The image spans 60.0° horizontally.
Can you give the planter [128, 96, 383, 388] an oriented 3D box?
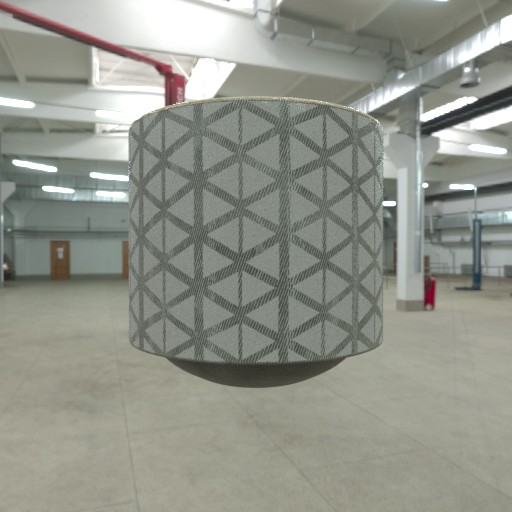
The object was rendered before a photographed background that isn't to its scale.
[{"bbox_3d":[0.000,0.000,0.453,0.250,0.239,0.250,0,0,0],"label":"planter"}]
